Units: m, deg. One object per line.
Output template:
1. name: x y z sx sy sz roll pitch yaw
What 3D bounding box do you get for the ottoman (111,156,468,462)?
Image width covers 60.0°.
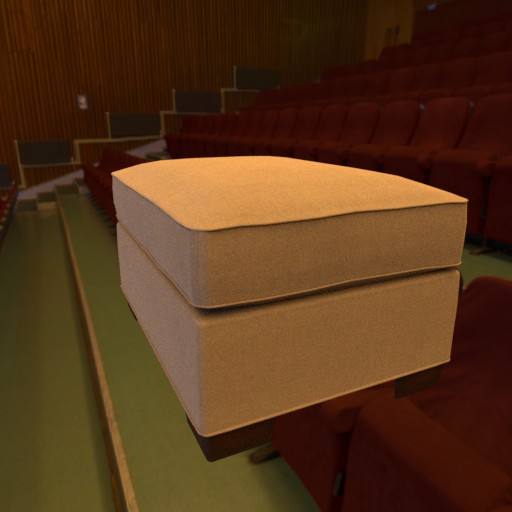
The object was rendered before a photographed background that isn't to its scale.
1. ottoman: 0.000 0.000 1.207 0.617 0.503 0.846 -8 19 -24
